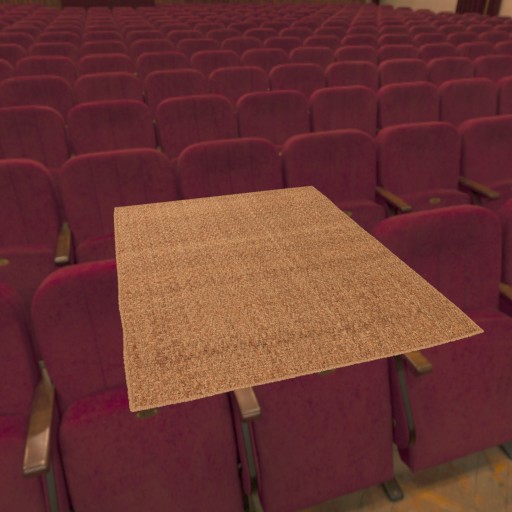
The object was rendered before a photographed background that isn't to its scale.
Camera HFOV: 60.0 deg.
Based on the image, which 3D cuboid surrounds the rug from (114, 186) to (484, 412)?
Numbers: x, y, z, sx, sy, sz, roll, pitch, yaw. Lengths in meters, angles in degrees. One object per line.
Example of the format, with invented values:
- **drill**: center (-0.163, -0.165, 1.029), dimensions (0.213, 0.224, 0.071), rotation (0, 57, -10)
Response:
- **rug**: center (0.000, 0.000, 4.026), dimensions (2.439, 0.013, 3.048), rotation (-9, 30, -15)
